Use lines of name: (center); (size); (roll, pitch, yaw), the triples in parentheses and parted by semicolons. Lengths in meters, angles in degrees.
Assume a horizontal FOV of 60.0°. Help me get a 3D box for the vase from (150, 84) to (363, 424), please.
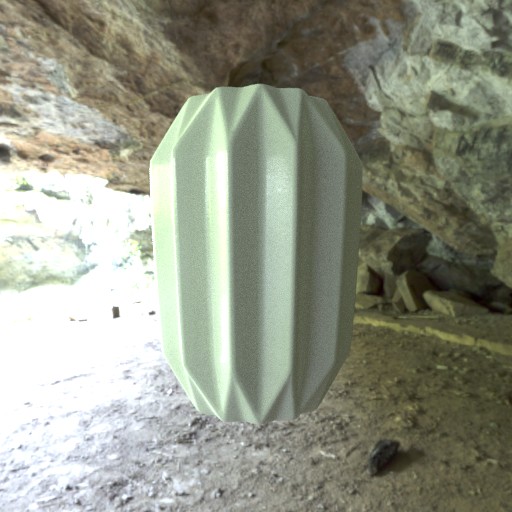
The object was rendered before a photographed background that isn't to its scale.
vase: (0.000, 0.000, 0.417); (0.195, 0.275, 0.195); (0, 1, 0)
